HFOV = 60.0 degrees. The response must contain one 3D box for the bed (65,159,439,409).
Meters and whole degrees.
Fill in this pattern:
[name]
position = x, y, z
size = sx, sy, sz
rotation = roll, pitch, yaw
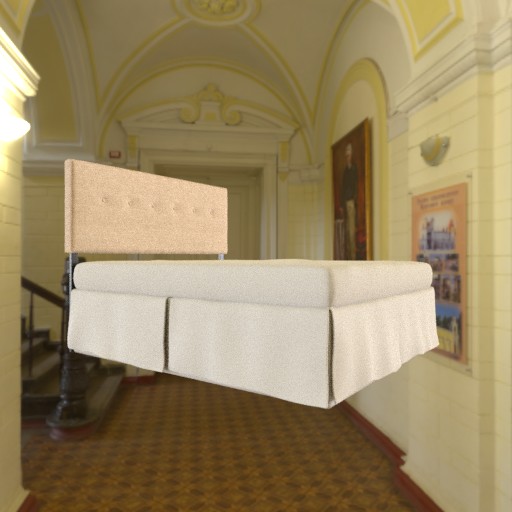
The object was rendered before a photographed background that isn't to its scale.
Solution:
[bed]
position = 0.000, 0.000, 2.963
size = 1.978, 1.270, 1.643
rotation = 0, 0, 36
